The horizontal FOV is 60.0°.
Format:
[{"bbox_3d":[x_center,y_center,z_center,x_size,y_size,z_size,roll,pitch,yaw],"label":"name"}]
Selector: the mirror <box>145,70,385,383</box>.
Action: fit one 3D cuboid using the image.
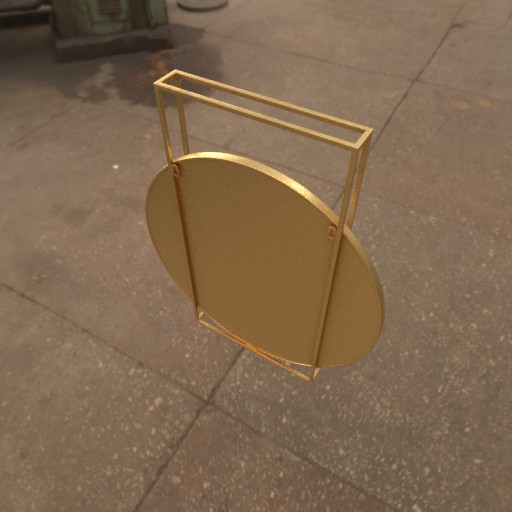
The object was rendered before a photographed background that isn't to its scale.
[{"bbox_3d":[0.000,0.000,0.818,0.508,0.603,0.051,24,52,21],"label":"mirror"}]
